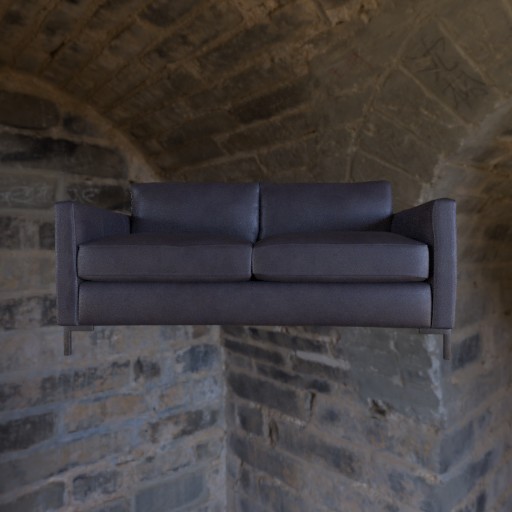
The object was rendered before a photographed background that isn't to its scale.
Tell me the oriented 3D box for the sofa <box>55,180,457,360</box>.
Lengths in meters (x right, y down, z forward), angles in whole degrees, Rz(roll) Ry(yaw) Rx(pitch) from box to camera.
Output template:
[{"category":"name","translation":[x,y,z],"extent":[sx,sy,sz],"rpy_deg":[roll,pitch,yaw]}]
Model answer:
[{"category":"sofa","translation":[0.000,0.000,2.334],"extent":[1.805,0.883,0.947],"rpy_deg":[0,1,0]}]
